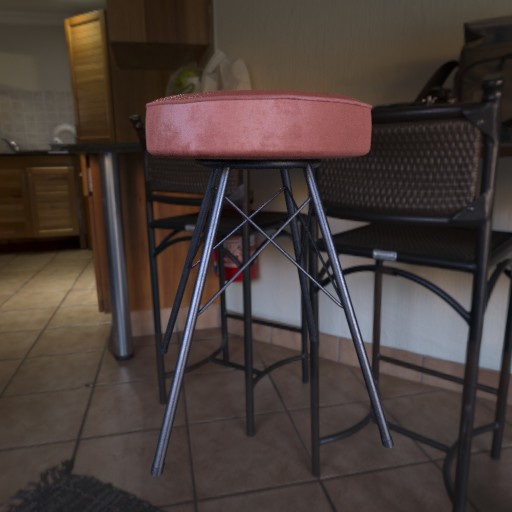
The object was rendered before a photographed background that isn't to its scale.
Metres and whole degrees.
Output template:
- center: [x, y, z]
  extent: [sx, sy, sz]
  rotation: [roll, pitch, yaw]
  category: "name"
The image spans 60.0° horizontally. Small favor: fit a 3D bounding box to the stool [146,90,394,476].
- center: [0.000, 0.000, 0.884]
  extent: [0.421, 0.593, 0.457]
  rotation: [-2, 14, -10]
  category: "stool"
